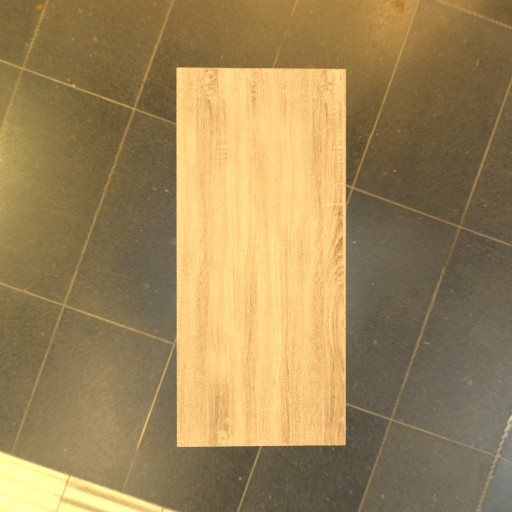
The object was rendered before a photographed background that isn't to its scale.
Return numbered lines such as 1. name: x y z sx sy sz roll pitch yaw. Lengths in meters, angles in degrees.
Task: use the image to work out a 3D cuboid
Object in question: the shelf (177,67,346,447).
1. shelf: 0.000 0.000 1.867 0.450 1.390 1.000 0 90 -1
